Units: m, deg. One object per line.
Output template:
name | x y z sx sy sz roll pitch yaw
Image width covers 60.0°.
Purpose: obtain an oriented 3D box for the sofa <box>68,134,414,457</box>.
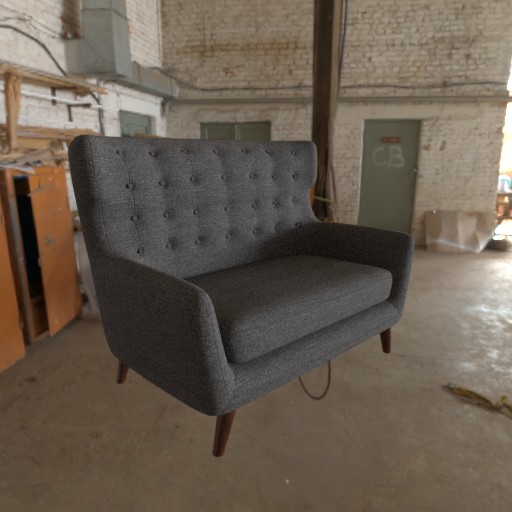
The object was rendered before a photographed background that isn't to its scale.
sofa | 0.000 0.000 1.978 1.358 1.028 0.874 -13 18 -43
